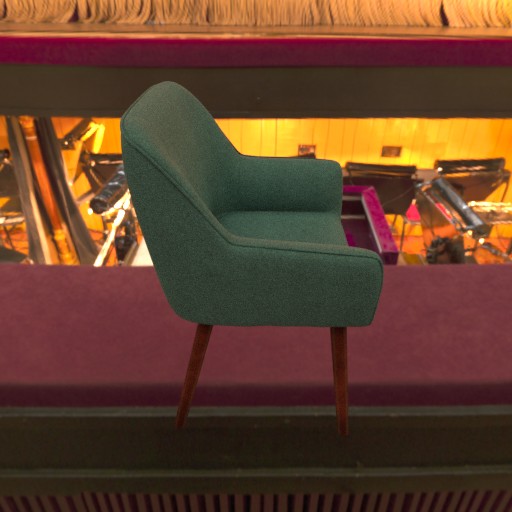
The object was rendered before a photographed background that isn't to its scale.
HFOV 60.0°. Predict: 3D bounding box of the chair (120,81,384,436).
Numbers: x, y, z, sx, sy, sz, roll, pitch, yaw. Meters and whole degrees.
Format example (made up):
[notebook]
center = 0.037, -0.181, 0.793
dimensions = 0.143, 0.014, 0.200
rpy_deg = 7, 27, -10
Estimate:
[chair]
center = 0.000, 0.000, 1.161
dimensions = 0.519, 0.803, 0.543
rpy_deg = 0, 32, 0
